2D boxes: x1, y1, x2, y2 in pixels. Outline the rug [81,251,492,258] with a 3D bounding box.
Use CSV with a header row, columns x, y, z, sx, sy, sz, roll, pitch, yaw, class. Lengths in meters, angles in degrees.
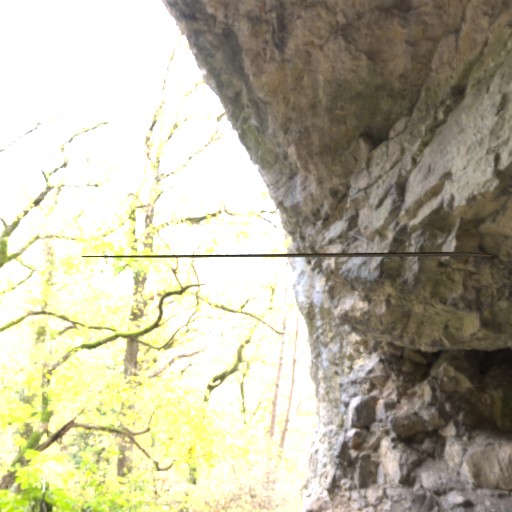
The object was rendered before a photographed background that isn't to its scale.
x,y,z,sx,sy,sz,roll,pitch,yaw,class
0.000,0.000,2.502,2.287,0.011,0.687,0,-1,35,rug
